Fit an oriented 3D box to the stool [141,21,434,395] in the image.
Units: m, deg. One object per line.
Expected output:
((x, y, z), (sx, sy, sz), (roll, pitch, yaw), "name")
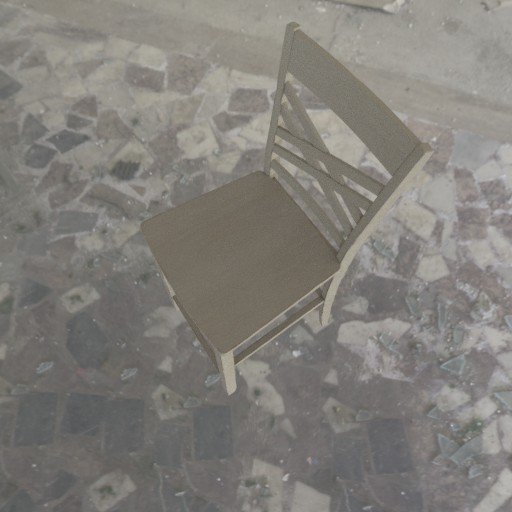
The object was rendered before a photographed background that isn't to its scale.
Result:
((0.000, 0.000, 1.344), (0.539, 1.079, 0.462), (-30, 67, -15), "stool")
